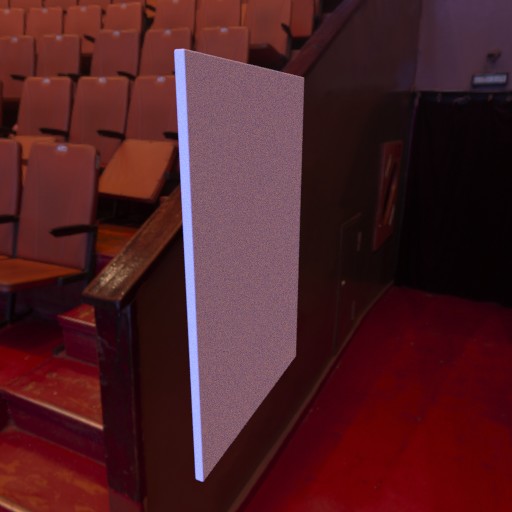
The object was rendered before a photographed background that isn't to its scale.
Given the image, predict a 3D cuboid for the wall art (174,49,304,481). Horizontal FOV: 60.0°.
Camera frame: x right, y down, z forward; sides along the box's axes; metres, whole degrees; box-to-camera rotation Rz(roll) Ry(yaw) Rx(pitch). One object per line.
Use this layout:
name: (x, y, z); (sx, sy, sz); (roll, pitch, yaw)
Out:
wall art: (0.000, 0.000, 0.612); (0.011, 0.482, 0.329); (8, 19, 24)
